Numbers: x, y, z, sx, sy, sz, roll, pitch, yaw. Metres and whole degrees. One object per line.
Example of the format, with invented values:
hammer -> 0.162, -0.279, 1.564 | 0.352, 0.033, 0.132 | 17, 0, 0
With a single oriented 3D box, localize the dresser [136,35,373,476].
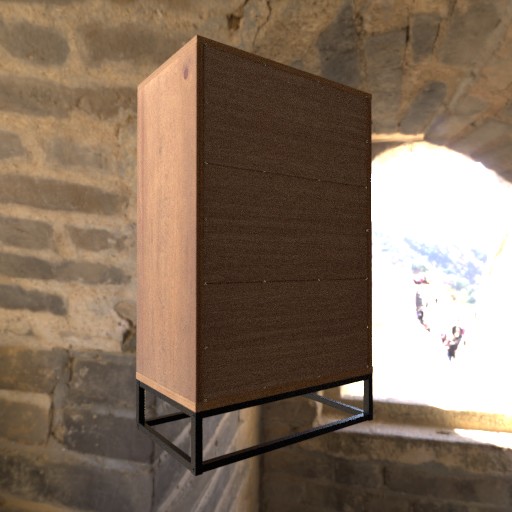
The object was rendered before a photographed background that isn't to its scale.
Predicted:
dresser -> 0.000, 0.000, 1.655 | 0.761, 1.240, 0.479 | 1, -1, -36
